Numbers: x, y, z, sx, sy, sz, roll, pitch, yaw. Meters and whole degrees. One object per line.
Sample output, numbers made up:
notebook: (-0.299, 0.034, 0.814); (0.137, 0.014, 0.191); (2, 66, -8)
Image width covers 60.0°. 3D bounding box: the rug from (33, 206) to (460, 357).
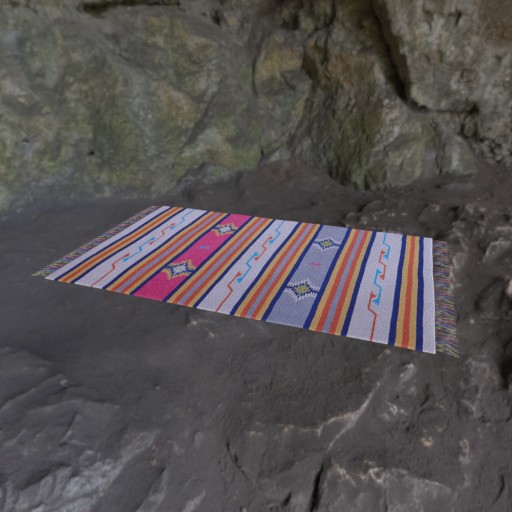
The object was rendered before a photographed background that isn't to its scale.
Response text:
rug: (0.000, 0.000, 2.243); (1.849, 0.013, 1.084); (8, 26, 17)
